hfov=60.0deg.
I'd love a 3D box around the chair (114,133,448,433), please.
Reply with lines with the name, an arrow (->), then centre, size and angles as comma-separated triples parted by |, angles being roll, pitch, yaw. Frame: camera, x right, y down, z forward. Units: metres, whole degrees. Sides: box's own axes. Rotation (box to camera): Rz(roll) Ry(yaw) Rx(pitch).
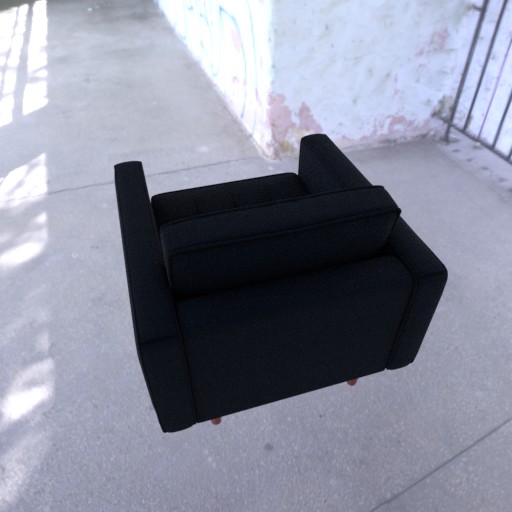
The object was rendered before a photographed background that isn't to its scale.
chair -> 0.000, 0.000, 1.615 | 0.899, 0.770, 0.920 | -12, 43, -13
